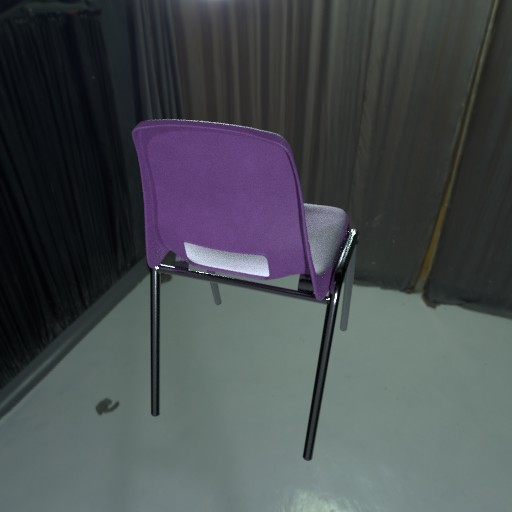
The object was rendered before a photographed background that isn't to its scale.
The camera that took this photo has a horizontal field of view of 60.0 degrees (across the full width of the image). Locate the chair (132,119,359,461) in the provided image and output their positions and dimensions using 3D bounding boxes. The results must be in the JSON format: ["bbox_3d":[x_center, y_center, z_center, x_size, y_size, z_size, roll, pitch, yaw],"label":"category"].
[{"bbox_3d":[0.000,0.000,0.894,0.381,0.654,0.432,10,34,15],"label":"chair"}]
